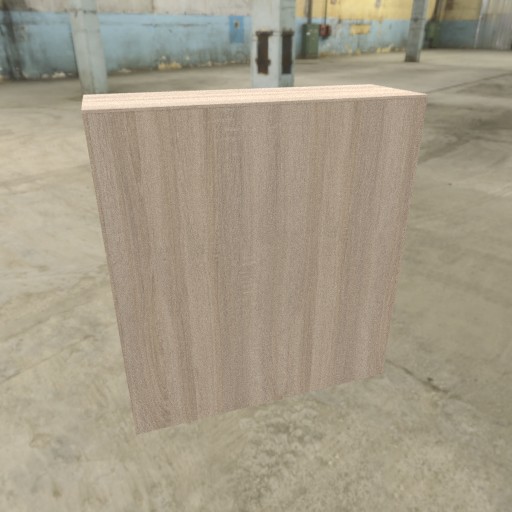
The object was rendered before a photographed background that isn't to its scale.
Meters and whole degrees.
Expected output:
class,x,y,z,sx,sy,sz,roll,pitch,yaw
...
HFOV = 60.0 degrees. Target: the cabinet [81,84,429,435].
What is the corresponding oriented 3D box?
class,x,y,z,sx,sy,sz,roll,pitch,yaw
cabinet,0.000,0.000,2.990,1.870,2.060,0.620,-8,28,-16
